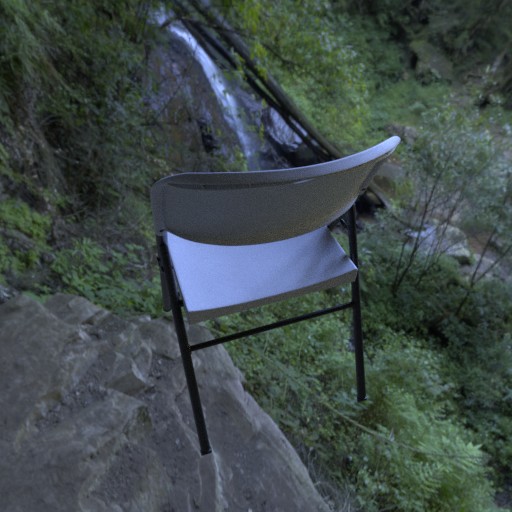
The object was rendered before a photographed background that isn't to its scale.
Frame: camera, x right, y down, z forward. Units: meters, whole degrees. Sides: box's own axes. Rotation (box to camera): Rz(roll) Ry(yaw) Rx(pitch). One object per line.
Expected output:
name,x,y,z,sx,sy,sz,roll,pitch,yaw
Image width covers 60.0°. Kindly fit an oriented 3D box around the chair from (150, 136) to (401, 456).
chair,0.000,0.000,1.145,0.494,0.810,0.566,-13,43,-15
